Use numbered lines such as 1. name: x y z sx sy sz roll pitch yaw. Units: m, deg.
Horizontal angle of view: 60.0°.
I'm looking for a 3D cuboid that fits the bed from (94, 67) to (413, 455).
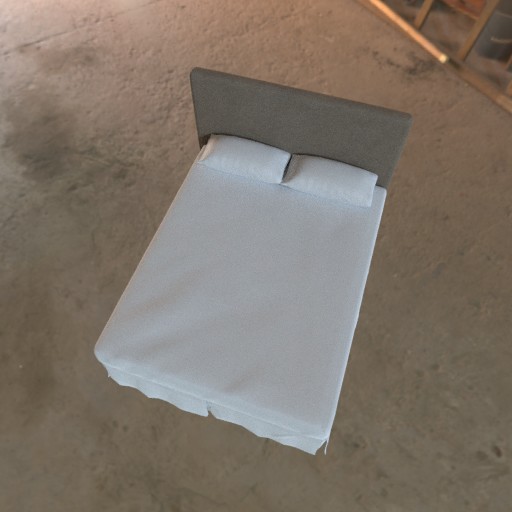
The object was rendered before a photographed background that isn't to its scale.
1. bed: 0.000 0.000 3.210 1.723 1.330 2.142 16 60 9
